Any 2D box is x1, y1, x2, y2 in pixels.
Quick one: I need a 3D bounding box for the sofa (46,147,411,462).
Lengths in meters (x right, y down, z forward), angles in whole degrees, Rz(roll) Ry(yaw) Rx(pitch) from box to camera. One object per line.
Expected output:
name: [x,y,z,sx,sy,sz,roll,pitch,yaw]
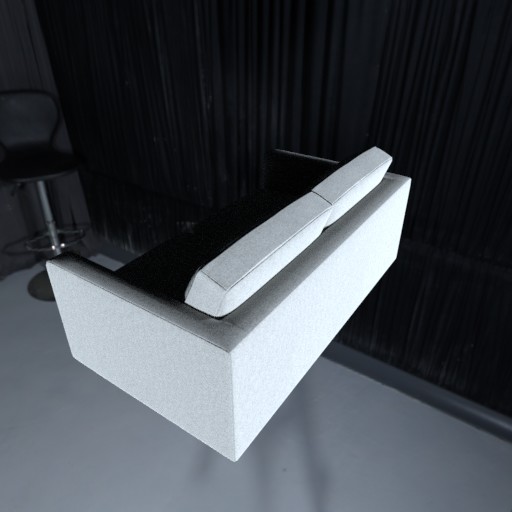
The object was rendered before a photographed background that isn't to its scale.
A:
sofa: [0.000,0.000,2.325,1.000,0.900,1.731,20,37,29]
